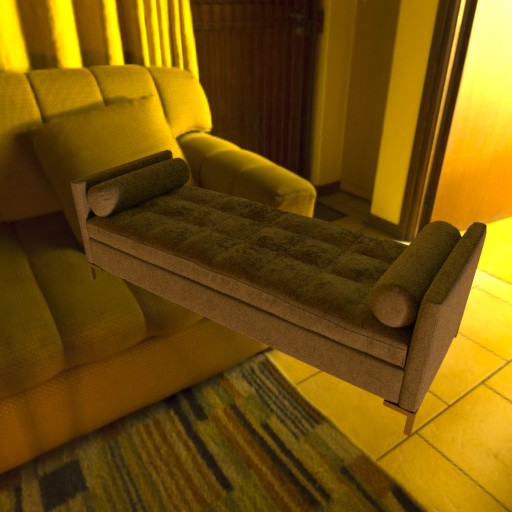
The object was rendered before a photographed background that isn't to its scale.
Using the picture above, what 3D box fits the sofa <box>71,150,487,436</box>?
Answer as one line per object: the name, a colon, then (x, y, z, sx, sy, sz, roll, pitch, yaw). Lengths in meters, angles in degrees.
sofa: (0.000, 0.000, 2.441, 2.102, 0.657, 0.797, 19, 35, 30)
